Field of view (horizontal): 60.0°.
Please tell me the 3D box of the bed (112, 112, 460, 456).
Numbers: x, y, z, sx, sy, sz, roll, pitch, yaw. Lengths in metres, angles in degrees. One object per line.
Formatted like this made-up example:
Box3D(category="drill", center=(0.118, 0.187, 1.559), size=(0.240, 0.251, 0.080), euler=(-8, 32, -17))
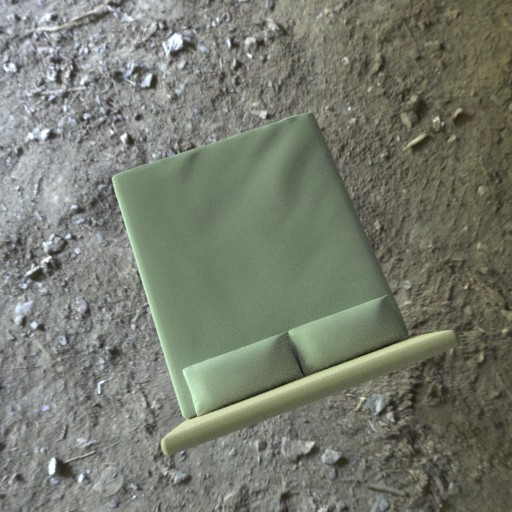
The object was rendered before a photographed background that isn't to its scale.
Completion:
Box3D(category="bed", center=(0.000, 0.000, 3.362), size=(1.884, 1.330, 2.142), euler=(-19, 77, -5))
